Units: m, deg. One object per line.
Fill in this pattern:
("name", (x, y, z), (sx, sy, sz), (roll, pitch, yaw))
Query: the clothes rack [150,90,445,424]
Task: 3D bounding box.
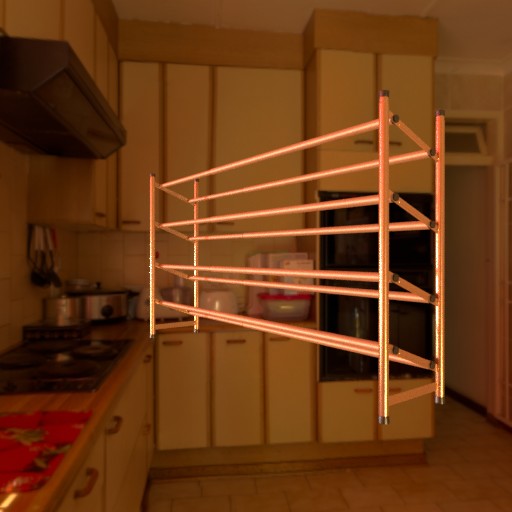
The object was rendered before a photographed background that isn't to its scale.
("clothes rack", (0.000, 0.000, 1.419), (0.229, 0.672, 1.168), (0, 0, -37))
